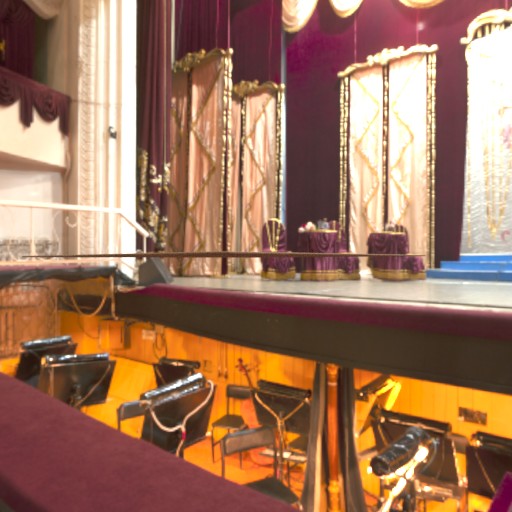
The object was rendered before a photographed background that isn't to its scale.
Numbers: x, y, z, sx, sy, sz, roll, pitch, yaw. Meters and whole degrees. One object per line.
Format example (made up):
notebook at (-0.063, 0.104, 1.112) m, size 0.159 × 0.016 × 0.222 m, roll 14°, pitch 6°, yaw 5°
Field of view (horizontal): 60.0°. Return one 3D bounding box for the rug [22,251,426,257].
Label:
rug at (0.000, 0.000, 2.211) m, size 1.141 × 0.015 × 1.749 m, roll 0°, pitch 0°, yaw 37°
